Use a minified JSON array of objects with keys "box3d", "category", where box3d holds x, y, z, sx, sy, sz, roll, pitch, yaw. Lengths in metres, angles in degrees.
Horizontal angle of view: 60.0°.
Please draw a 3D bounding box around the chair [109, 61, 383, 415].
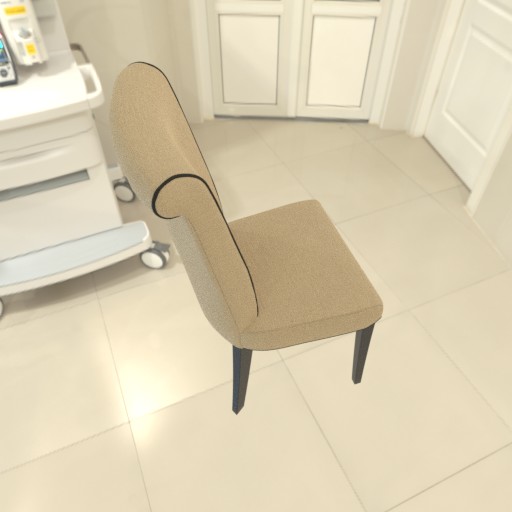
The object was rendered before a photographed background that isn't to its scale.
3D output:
[{"box3d":[0.000,0.000,1.299,0.623,0.997,0.522,-12,47,-12],"category":"chair"}]
